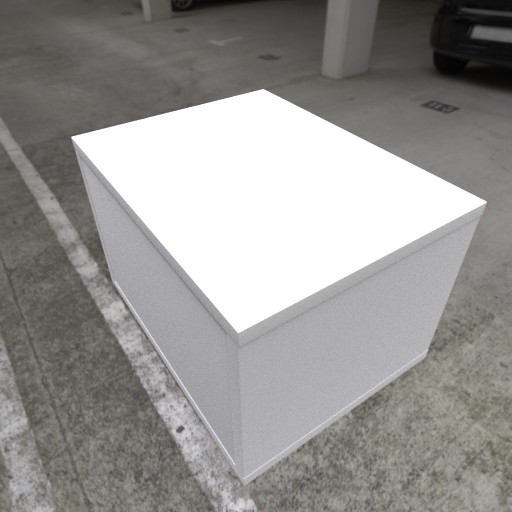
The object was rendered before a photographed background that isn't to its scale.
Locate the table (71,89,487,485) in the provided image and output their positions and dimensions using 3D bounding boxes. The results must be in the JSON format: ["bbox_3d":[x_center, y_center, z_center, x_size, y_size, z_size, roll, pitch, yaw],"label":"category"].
[{"bbox_3d":[0.000,0.000,0.785,0.399,0.357,0.517,-24,46,-26],"label":"table"}]
